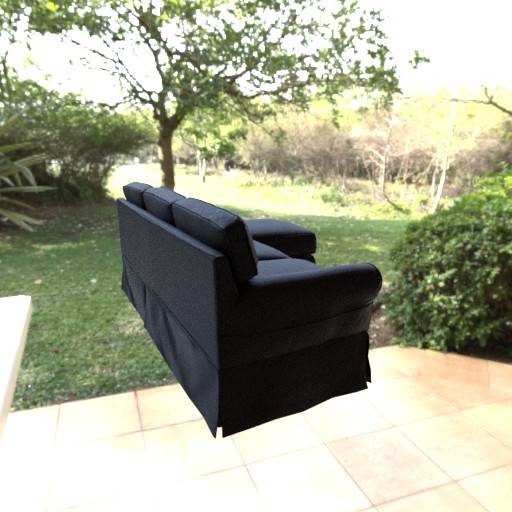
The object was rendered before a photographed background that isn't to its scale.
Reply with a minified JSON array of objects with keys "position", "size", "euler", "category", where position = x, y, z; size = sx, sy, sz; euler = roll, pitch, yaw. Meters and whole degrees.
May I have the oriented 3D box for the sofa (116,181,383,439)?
[{"position":[0.000,0.000,3.324],"size":[1.637,1.039,2.518],"euler":[-7,15,-25],"category":"sofa"}]
